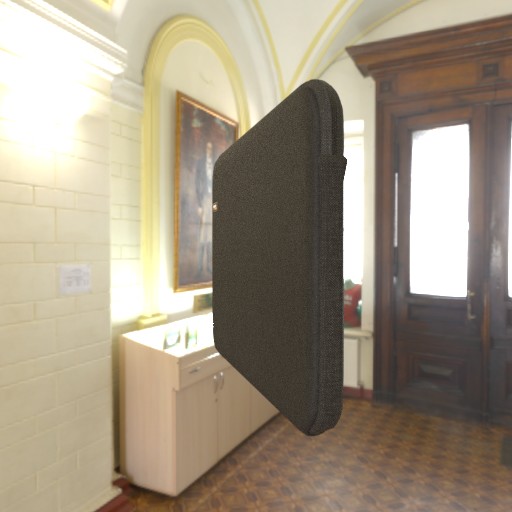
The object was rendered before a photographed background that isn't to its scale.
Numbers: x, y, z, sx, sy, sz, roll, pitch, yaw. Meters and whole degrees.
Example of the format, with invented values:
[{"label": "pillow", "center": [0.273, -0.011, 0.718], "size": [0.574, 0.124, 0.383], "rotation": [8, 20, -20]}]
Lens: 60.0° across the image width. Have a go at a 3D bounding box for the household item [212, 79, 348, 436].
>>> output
[{"label": "household item", "center": [0.000, 0.000, 0.530], "size": [0.030, 0.305, 0.396], "rotation": [0, 1, -18]}]
